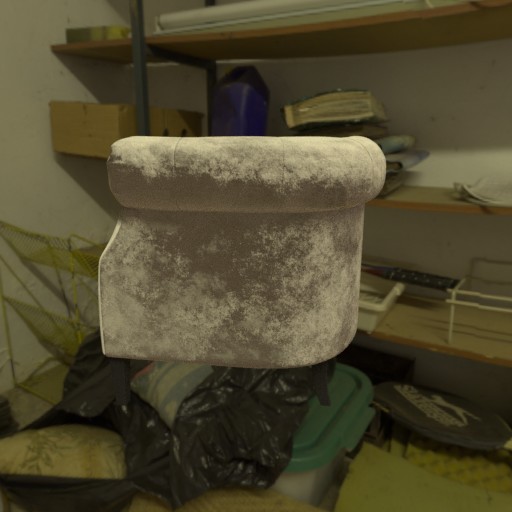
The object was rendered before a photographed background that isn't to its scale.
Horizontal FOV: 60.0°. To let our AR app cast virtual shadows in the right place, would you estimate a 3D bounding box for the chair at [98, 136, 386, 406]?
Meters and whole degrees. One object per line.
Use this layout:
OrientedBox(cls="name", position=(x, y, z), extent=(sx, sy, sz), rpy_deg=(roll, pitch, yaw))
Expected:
OrientedBox(cls="chair", position=(0.000, 0.000, 1.586), extent=(0.851, 0.826, 0.904), rpy_deg=(2, 15, 9))
